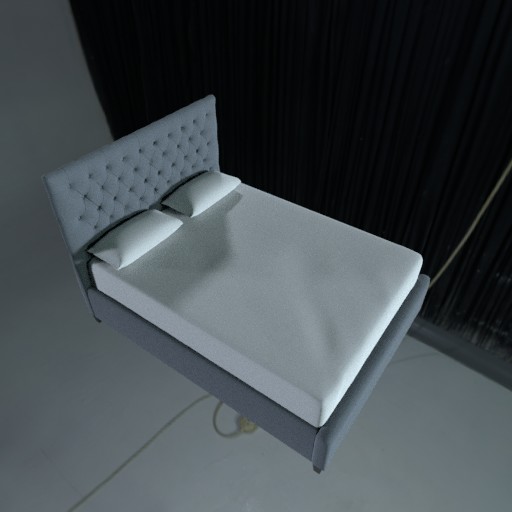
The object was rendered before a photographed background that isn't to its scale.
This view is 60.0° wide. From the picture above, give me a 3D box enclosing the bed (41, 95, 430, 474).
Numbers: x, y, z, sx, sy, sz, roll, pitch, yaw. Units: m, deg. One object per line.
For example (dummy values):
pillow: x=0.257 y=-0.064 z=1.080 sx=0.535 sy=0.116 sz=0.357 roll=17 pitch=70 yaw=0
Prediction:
bed: x=0.000 y=0.000 z=3.317 sx=2.231 sy=1.427 sz=1.698 roll=25 pitch=47 yaw=26
